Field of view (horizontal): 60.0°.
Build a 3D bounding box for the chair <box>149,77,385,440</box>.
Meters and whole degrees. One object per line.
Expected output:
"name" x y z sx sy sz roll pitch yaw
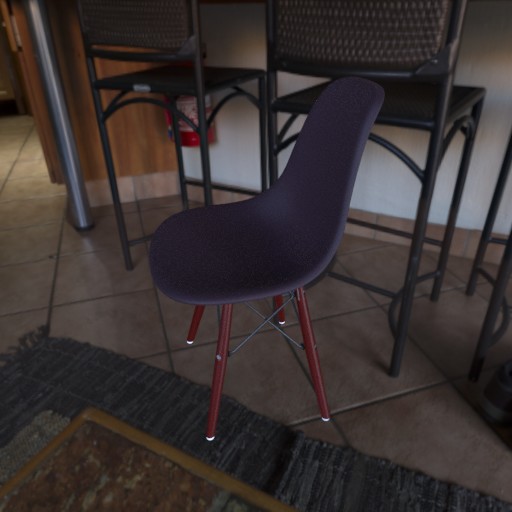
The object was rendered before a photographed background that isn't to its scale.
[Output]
"chair" 0.000 0.000 1.139 0.533 0.826 0.470 -8 32 -13
